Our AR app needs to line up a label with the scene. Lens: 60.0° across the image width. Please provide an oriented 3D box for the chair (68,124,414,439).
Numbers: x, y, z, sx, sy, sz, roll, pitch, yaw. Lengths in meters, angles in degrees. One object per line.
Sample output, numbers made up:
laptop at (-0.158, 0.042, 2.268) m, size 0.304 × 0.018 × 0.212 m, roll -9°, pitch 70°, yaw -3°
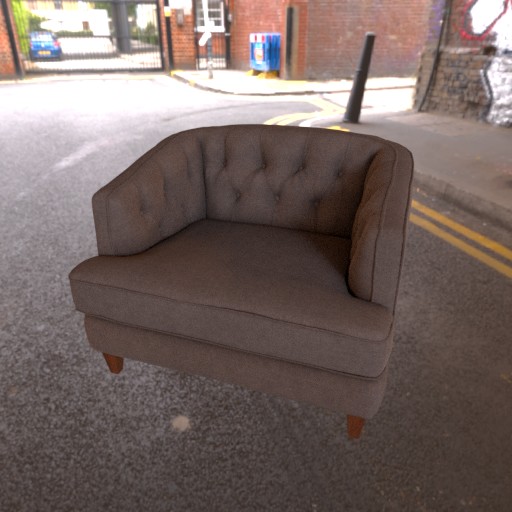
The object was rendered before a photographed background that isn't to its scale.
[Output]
chair at (0.000, 0.000, 1.746) m, size 1.104 × 0.852 × 0.941 m, roll 9°, pitch 28°, yaw 17°
